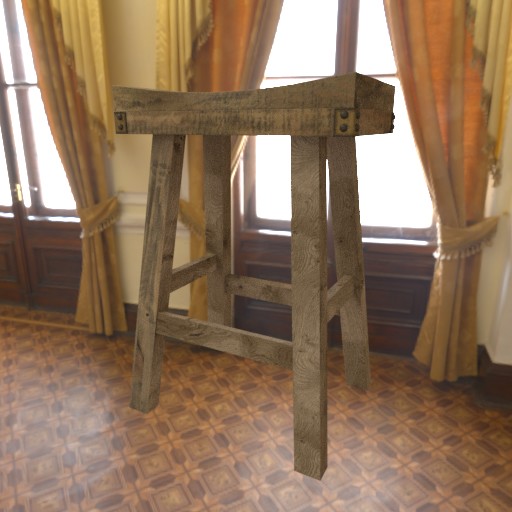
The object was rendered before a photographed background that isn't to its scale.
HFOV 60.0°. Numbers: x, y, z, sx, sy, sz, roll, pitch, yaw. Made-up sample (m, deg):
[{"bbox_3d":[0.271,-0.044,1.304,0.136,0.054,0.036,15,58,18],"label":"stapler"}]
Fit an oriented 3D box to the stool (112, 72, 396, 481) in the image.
[{"bbox_3d":[0.000,0.000,0.881,0.450,0.635,0.330,9,19,27],"label":"stool"}]
